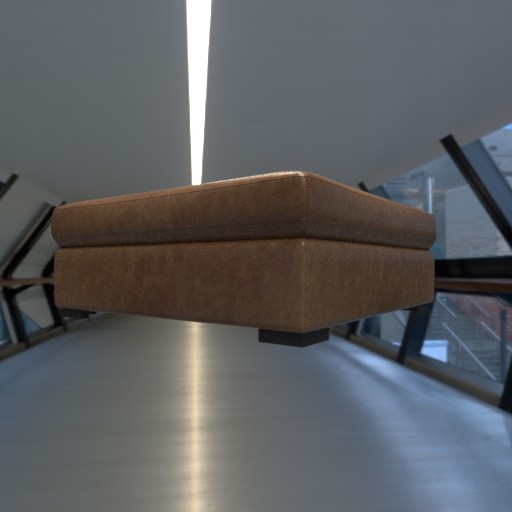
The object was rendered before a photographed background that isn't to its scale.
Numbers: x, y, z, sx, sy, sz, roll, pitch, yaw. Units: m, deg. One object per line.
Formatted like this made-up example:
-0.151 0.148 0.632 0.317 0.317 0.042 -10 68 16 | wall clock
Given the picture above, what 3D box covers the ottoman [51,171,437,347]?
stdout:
0.000 0.000 1.863 1.169 0.483 1.168 -1 -1 37 | ottoman
